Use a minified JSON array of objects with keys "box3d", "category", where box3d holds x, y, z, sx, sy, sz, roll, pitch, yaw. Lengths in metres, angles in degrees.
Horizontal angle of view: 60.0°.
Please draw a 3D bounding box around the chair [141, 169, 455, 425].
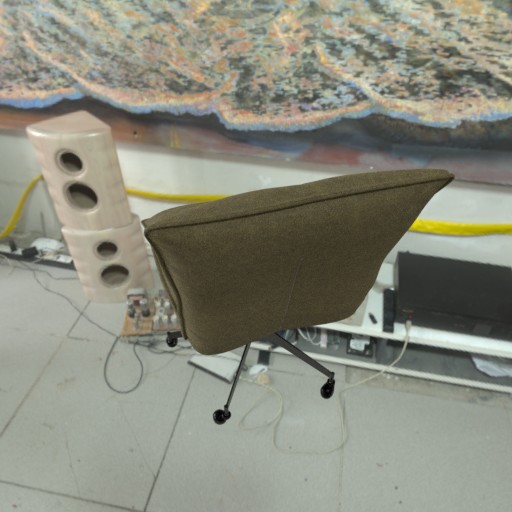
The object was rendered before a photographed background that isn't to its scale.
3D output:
[{"box3d":[0.000,0.000,1.274,0.597,0.811,0.696,-12,42,-14],"category":"chair"}]
